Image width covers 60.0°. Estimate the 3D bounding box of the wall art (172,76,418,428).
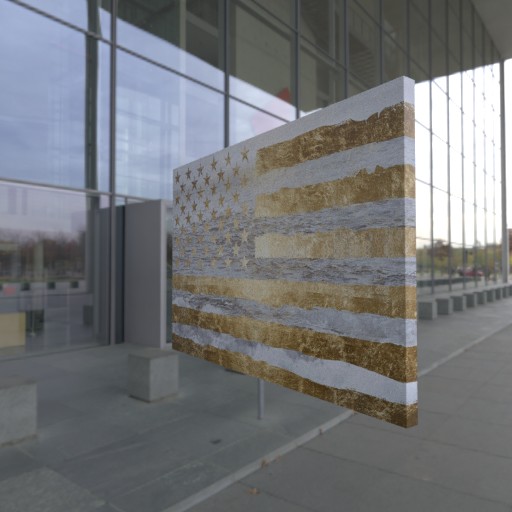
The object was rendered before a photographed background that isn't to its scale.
[{"bbox_3d":[0.000,0.000,1.429,0.041,0.762,1.145,1,-2,-36],"label":"wall art"}]
